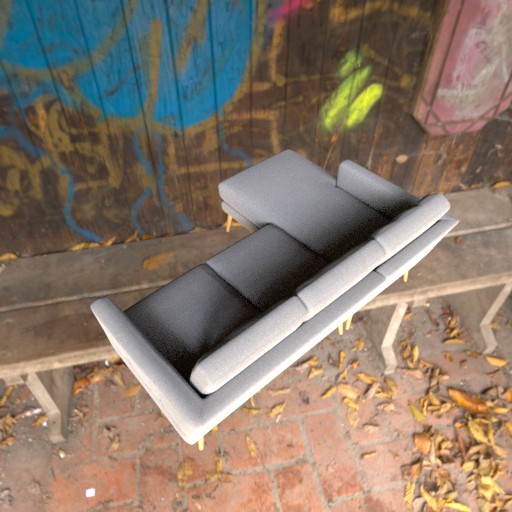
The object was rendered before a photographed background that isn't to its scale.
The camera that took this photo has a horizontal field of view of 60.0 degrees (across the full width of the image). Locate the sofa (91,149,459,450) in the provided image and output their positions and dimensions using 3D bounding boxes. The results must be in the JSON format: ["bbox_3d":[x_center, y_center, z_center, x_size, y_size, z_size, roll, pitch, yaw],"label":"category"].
[{"bbox_3d":[0.000,0.000,2.820,2.040,0.860,1.530,-32,53,-27],"label":"sofa"}]
